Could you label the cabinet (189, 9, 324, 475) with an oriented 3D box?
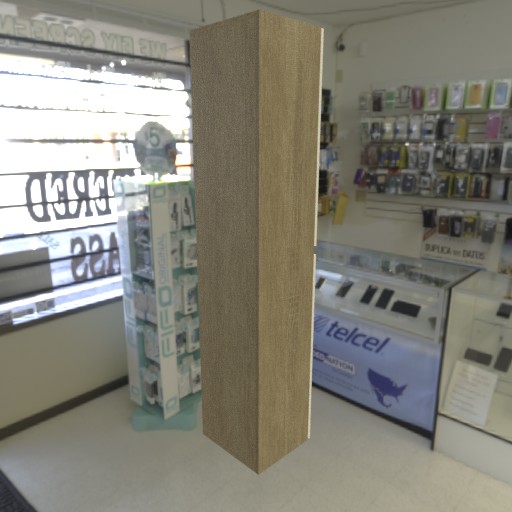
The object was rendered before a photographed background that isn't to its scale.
[{"bbox_3d":[0.000,0.000,1.498,0.270,1.400,0.300,-13,19,-43],"label":"cabinet"}]
